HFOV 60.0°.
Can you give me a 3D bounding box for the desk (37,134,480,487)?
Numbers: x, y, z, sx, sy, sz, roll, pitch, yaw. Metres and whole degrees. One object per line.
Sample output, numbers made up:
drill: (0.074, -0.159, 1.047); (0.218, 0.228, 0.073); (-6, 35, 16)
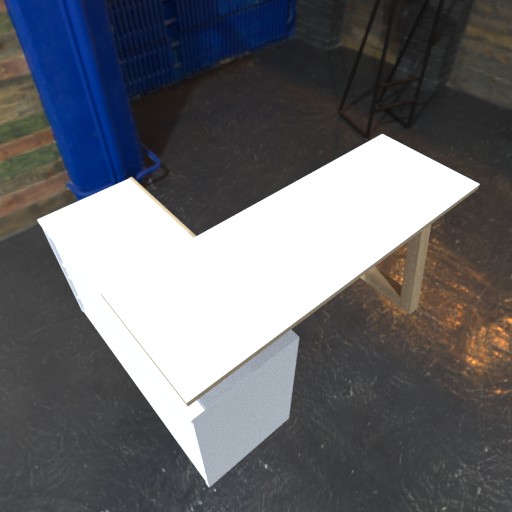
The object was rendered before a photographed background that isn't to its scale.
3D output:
desk: (0.000, 0.000, 2.011); (1.404, 0.755, 1.098); (-32, 54, -26)
